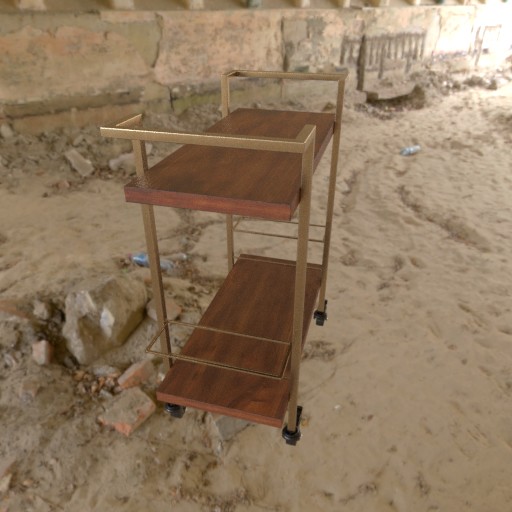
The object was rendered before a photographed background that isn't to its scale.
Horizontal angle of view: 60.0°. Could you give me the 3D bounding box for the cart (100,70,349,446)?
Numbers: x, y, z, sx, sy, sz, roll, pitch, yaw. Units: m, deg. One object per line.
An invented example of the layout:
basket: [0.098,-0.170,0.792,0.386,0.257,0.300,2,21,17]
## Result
cart: [0.000,0.000,1.156,0.364,0.807,0.695,8,31,13]
